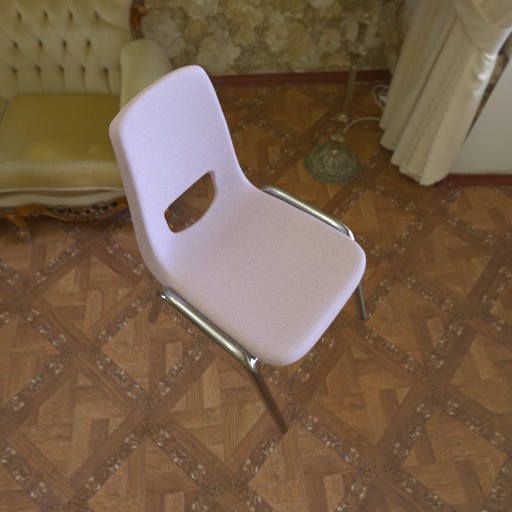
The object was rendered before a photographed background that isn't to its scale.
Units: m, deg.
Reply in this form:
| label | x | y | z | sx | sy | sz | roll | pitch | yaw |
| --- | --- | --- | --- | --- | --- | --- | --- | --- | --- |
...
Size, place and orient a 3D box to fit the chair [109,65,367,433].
| label | x | y | z | sx | sy | sz | roll | pitch | yaw |
| --- | --- | --- | --- | --- | --- | --- | --- | --- | --- |
| chair | 0.000 | 0.000 | 0.844 | 0.423 | 0.586 | 0.354 | 33 | 63 | 19 |
